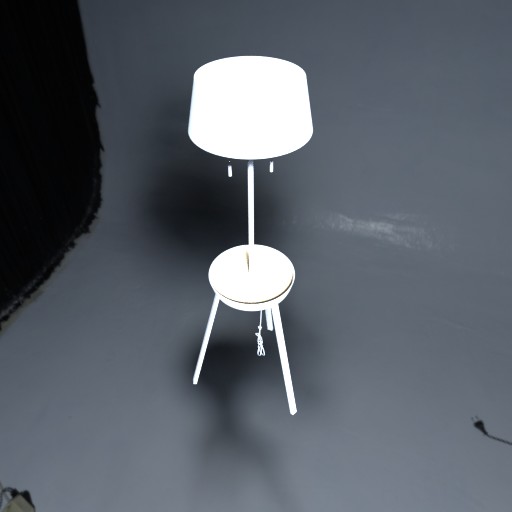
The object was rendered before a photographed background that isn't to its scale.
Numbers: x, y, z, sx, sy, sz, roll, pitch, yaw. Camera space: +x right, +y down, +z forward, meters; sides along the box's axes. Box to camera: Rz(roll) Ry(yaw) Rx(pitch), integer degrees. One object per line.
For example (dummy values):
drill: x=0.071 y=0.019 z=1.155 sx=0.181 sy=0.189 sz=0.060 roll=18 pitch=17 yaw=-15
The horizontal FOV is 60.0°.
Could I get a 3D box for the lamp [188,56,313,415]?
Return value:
lamp: x=0.000 y=0.000 z=1.707 sx=0.508 sy=1.429 sz=0.468 roll=13 pitch=44 yaw=14
